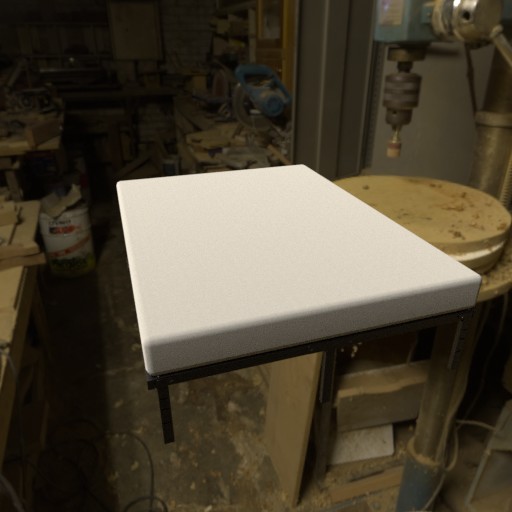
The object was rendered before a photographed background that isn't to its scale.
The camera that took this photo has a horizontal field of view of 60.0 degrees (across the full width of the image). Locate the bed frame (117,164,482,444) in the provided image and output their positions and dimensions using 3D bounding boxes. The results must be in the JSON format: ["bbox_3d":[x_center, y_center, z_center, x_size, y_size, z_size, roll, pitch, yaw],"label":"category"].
[{"bbox_3d":[0.000,0.000,3.569,1.990,0.680,2.635,-8,28,-16],"label":"bed frame"}]
